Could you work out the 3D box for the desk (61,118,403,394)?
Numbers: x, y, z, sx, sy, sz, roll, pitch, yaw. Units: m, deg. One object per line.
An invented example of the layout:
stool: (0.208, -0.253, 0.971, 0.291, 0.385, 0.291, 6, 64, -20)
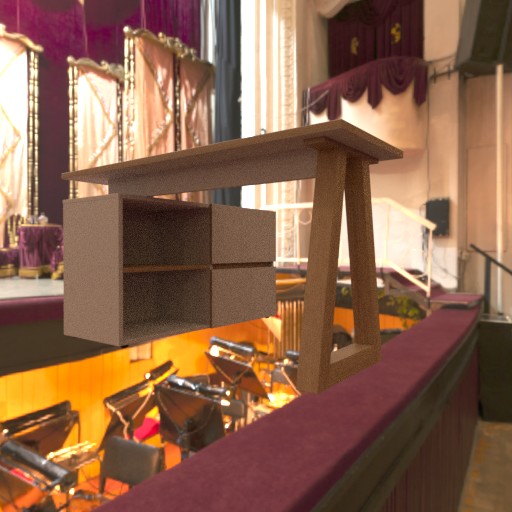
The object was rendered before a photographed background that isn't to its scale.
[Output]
desk: (0.000, 0.000, 2.048, 1.404, 0.755, 1.098, 1, 1, 37)
